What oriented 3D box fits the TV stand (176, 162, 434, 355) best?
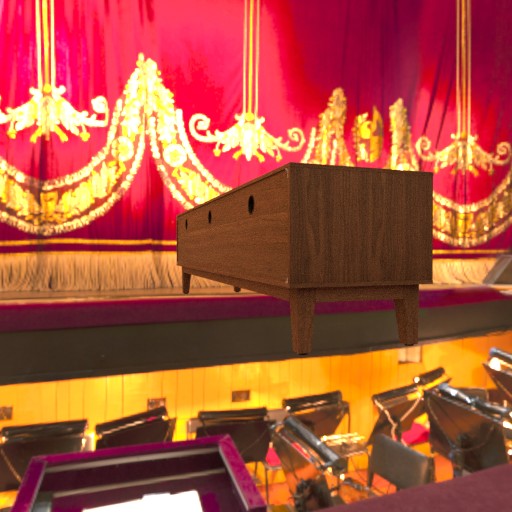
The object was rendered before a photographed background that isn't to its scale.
[{"bbox_3d":[0.000,0.000,1.680,0.366,0.409,1.482,0,1,-19],"label":"TV stand"}]
